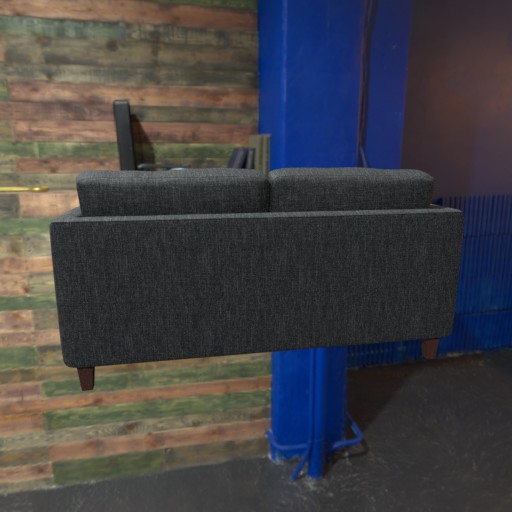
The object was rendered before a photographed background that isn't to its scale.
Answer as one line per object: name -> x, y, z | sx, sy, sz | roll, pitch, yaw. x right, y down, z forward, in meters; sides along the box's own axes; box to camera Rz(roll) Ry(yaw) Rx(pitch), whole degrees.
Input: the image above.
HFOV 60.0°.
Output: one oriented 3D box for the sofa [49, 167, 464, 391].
sofa -> 0.000, 0.000, 2.432 | 1.884, 0.963, 0.950 | -2, 13, -11
